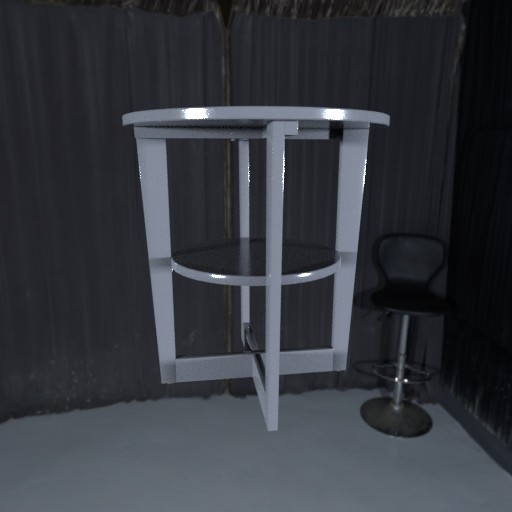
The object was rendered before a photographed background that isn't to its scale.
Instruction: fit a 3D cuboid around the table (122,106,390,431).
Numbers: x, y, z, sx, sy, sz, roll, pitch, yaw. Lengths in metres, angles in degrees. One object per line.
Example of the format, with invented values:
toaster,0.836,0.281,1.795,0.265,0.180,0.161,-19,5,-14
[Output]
table,0.000,0.000,0.926,0.500,0.550,0.500,0,13,0
